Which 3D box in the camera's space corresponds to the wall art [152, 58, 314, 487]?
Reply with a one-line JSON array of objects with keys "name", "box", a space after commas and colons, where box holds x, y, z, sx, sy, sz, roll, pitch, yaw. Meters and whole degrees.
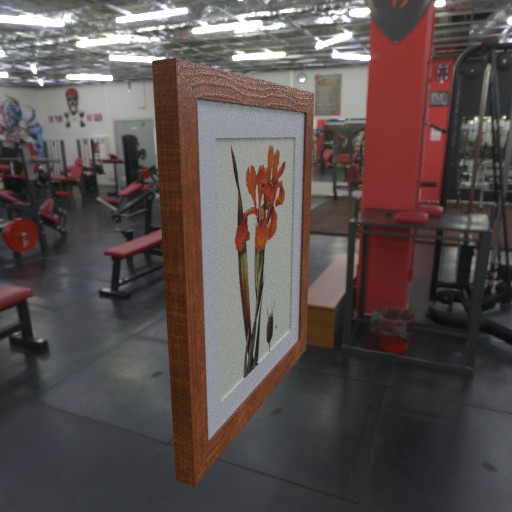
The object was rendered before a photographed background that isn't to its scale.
[{"name": "wall art", "box": [0.000, 0.000, 0.768, 0.033, 0.567, 0.467, 7, 17, 25]}]
